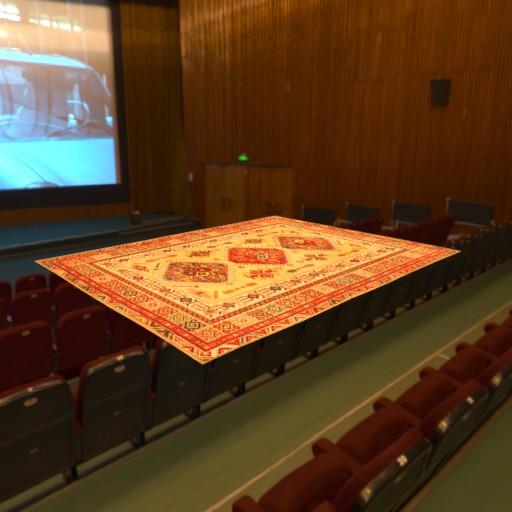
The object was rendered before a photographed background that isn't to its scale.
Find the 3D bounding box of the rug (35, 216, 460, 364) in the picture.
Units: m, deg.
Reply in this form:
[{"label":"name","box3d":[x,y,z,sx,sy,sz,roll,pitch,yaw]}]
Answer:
[{"label":"rug","box3d":[0.000,0.000,4.073,3.067,0.005,2.460,-15,22,-41]}]
